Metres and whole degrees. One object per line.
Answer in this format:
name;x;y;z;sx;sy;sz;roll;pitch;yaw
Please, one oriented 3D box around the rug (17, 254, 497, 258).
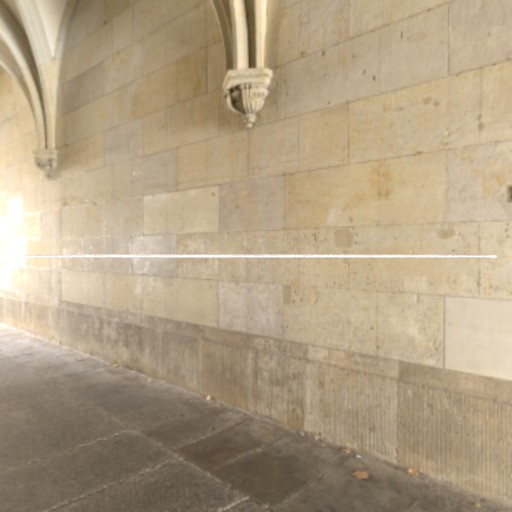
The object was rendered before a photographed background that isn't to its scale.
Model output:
rug;0.000;0.000;2.683;2.452;0.017;0.855;0;0;1
